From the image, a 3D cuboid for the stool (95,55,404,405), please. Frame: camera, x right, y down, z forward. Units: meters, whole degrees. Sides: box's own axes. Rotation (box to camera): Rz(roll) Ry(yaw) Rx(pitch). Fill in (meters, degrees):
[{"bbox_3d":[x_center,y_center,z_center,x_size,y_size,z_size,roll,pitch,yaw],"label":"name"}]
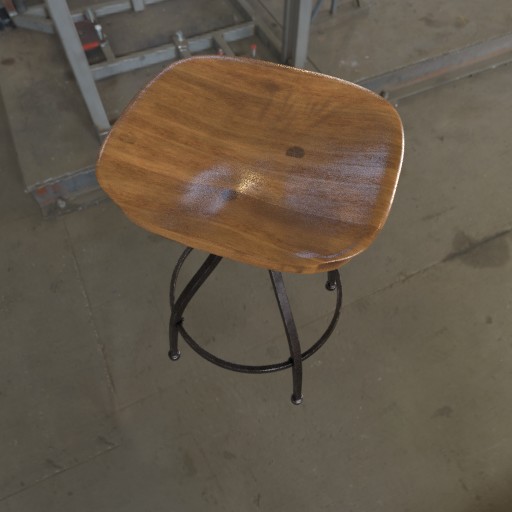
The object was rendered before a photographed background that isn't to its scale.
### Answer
[{"bbox_3d":[0.000,0.000,0.957,0.432,0.694,0.424,17,60,10],"label":"stool"}]
